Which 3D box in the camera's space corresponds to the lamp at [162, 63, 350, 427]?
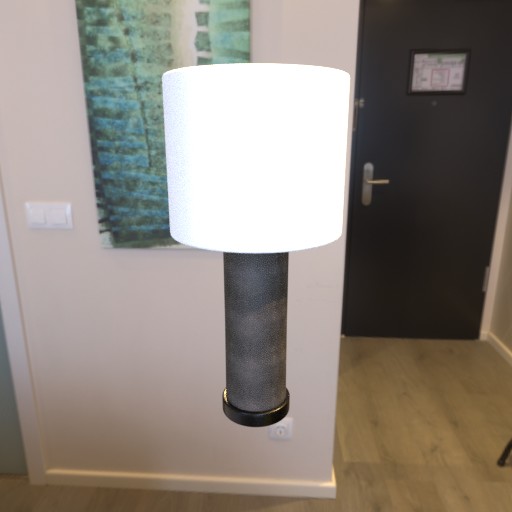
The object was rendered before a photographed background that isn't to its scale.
[{"bbox_3d":[0.000,0.000,0.815,0.305,0.634,0.305,-8,18,-26],"label":"lamp"}]
